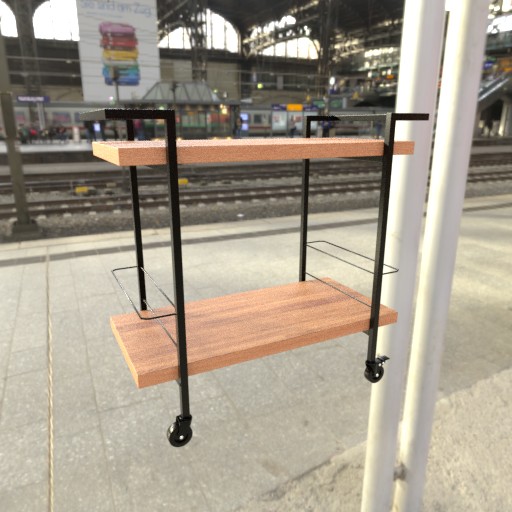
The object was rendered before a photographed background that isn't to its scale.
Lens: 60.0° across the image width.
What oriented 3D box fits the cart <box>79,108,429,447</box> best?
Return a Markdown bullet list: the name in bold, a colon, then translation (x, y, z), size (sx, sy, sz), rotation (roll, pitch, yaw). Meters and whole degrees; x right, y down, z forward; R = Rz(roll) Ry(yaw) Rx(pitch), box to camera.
- **cart**: translation (0.000, 0.000, 1.243), size (0.806, 0.762, 0.406), rotation (-8, 18, -26)
